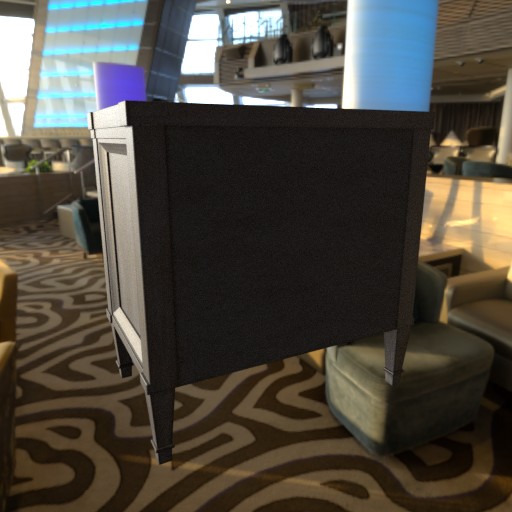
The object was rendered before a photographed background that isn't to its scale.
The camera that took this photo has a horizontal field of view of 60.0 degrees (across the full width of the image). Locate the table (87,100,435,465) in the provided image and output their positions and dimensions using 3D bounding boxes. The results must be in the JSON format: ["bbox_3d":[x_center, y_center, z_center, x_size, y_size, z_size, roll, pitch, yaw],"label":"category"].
[{"bbox_3d":[0.000,0.000,1.070,0.660,0.660,0.413,-8,17,-27],"label":"table"}]
